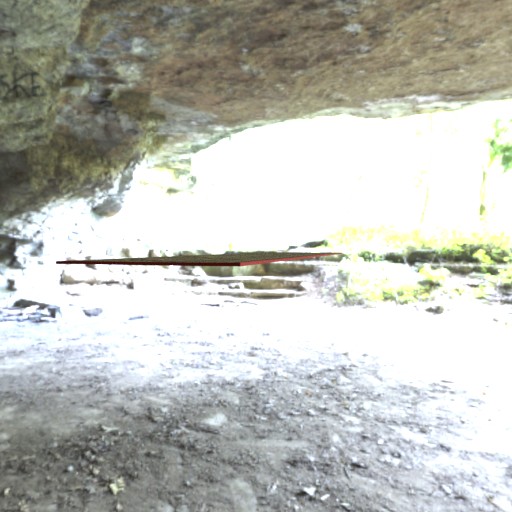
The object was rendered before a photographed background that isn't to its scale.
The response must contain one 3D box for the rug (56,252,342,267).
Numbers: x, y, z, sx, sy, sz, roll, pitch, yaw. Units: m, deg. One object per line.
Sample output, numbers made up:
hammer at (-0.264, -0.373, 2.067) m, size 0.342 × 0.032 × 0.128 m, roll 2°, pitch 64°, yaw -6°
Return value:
rug at (0.000, 0.000, 2.462) m, size 0.659 × 0.015 × 2.292 m, roll 0°, pitch 1°, yaw 18°
